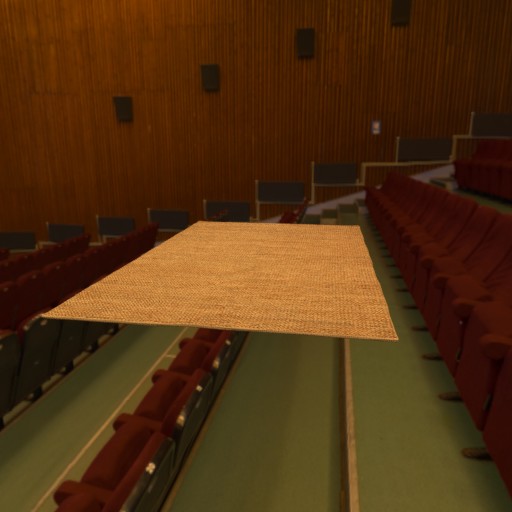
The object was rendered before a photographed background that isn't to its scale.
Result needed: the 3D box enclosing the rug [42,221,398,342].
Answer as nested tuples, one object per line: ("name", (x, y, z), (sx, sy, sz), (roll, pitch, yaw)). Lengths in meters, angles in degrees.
("rug", (0.000, 0.000, 2.996), (1.521, 0.034, 2.438), (2, 14, 9))
